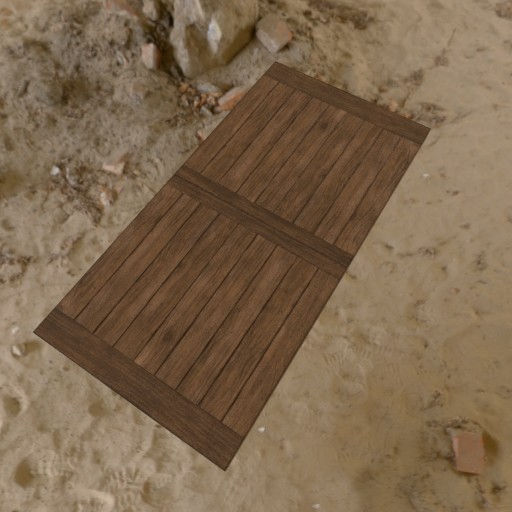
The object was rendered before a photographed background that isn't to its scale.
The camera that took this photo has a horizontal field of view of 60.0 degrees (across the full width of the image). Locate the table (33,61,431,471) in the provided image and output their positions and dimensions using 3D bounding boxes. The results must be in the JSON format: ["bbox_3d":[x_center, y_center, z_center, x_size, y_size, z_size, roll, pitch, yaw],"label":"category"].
[{"bbox_3d":[0.000,0.000,2.356,0.931,0.757,1.867,30,67,14],"label":"table"}]
